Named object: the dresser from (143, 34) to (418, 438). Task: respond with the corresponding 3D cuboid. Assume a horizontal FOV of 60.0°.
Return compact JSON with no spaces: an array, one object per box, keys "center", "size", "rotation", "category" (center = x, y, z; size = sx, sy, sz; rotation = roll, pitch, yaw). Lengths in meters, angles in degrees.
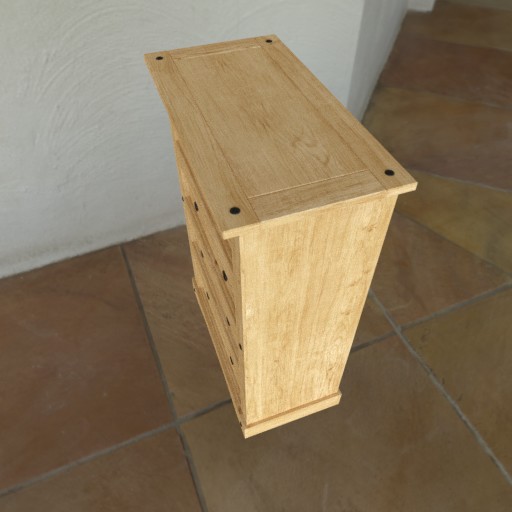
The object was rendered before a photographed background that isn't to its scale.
[{"center":[0.000,0.000,1.761],"size":[0.485,1.300,0.915],"rotation":[-15,50,-13],"category":"dresser"}]
